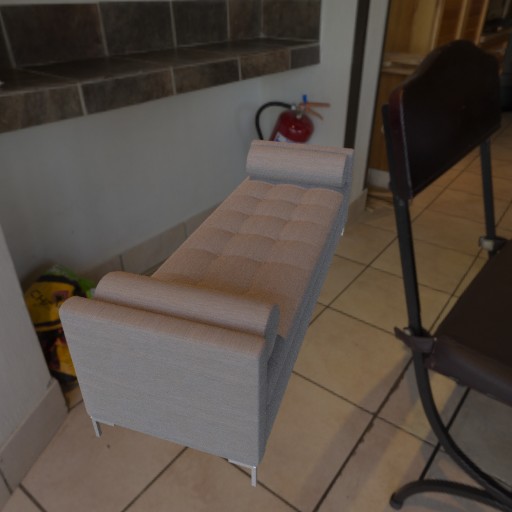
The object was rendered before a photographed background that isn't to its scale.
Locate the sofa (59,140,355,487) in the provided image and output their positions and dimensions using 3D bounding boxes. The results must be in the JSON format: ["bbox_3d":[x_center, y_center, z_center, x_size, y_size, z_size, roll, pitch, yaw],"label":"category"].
[{"bbox_3d":[0.000,0.000,2.271,0.686,0.635,1.981,10,32,16],"label":"sofa"}]
